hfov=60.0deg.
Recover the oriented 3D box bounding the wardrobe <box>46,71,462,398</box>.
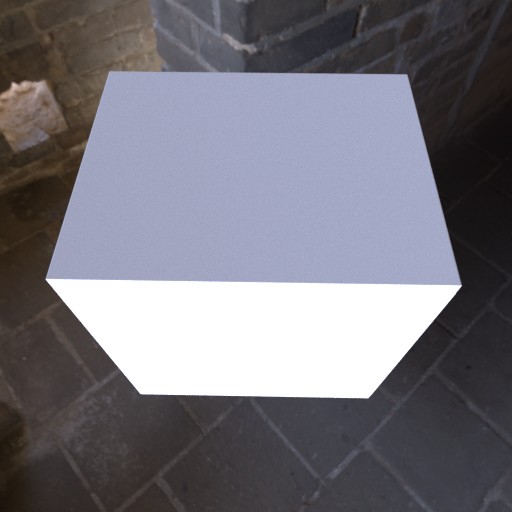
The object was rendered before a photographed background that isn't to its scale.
[{"bbox_3d":[0.000,0.000,0.857,0.500,0.520,0.400,1,58,1],"label":"wardrobe"}]
